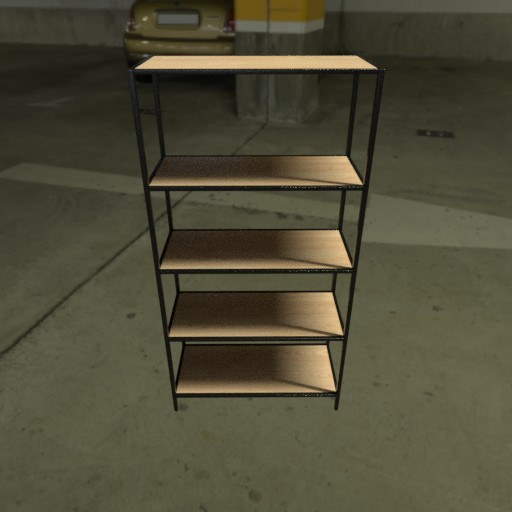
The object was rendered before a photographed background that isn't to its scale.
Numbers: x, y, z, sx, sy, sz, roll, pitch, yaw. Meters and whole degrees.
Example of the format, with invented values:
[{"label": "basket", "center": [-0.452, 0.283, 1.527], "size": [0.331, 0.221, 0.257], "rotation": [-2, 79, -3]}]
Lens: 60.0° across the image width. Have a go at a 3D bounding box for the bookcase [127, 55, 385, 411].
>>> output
[{"label": "bookcase", "center": [0.000, 0.000, 1.853], "size": [0.770, 1.500, 0.350], "rotation": [0, 31, 0]}]
